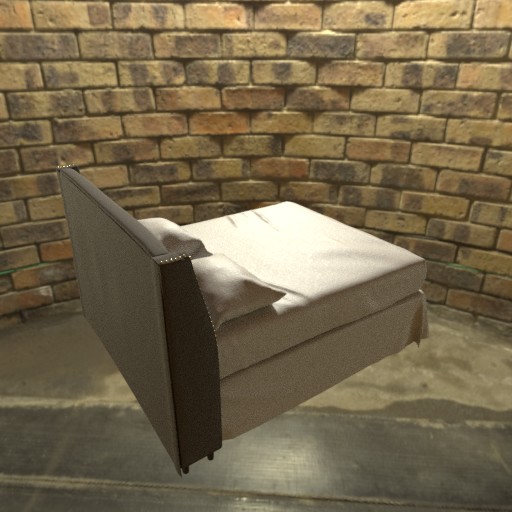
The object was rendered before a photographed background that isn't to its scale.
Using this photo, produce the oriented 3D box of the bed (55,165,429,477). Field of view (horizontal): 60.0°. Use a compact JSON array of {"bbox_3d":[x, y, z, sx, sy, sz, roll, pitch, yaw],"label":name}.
[{"bbox_3d":[0.000,0.000,3.363,2.276,1.332,1.925,-16,30,-30],"label":"bed"}]
